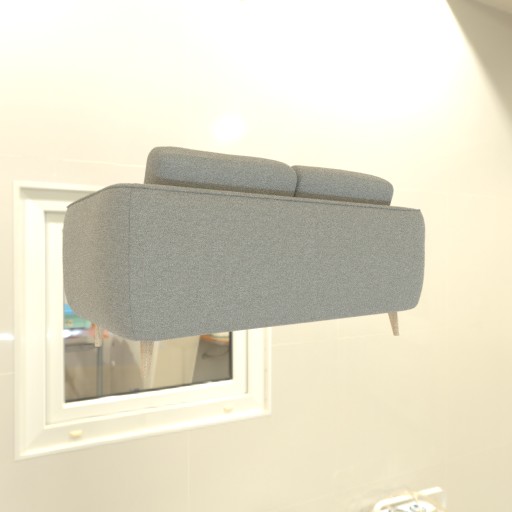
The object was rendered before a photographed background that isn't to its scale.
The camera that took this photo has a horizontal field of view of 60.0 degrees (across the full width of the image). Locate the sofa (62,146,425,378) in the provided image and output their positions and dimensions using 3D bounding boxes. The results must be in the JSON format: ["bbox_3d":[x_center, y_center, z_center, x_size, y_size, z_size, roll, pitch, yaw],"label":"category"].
[{"bbox_3d":[0.000,0.000,2.223,1.700,0.850,0.920,0,1,-34],"label":"sofa"}]
